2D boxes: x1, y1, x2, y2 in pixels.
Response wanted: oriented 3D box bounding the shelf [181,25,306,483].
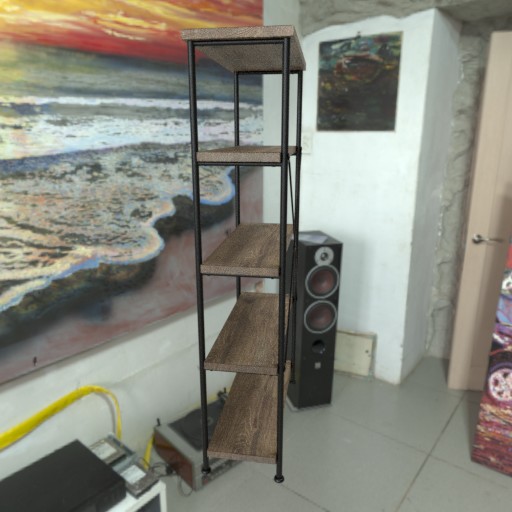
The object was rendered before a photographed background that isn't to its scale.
[{"bbox_3d":[0.000,0.000,1.988,0.360,1.700,0.800,2,16,8],"label":"shelf"}]
